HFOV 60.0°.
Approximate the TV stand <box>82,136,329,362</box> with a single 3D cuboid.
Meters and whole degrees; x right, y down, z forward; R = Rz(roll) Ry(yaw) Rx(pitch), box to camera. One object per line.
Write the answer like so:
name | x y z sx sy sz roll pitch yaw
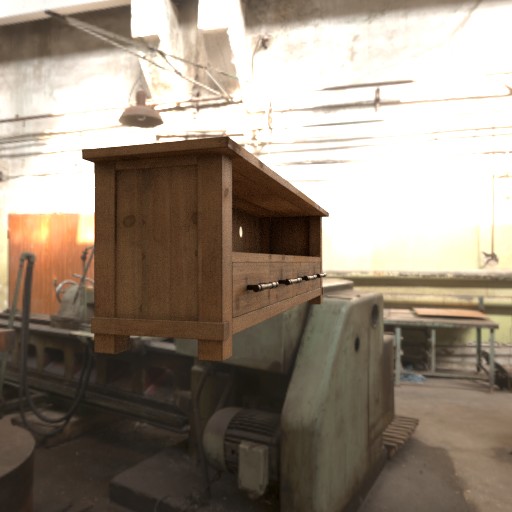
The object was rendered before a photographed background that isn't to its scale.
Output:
TV stand | 0.000 0.000 2.016 0.453 0.573 1.804 0 -1 17
